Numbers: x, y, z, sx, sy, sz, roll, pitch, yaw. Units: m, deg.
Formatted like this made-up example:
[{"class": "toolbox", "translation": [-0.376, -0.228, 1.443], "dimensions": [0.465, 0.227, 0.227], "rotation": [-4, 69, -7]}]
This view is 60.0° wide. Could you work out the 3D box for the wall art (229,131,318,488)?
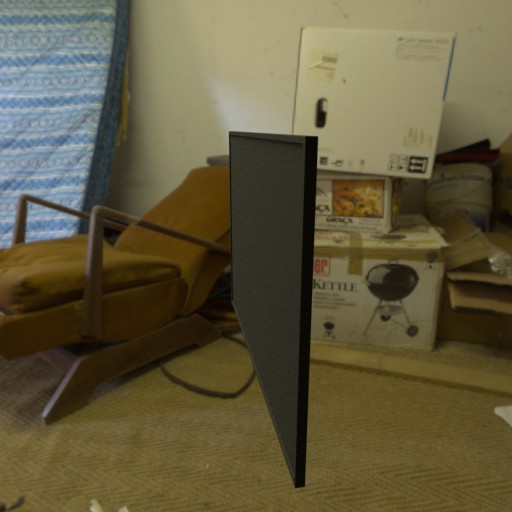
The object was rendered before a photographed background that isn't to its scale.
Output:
[{"class": "wall art", "translation": [0.000, 0.000, 1.501], "dimensions": [0.028, 0.805, 1.190], "rotation": [-3, 16, -10]}]
